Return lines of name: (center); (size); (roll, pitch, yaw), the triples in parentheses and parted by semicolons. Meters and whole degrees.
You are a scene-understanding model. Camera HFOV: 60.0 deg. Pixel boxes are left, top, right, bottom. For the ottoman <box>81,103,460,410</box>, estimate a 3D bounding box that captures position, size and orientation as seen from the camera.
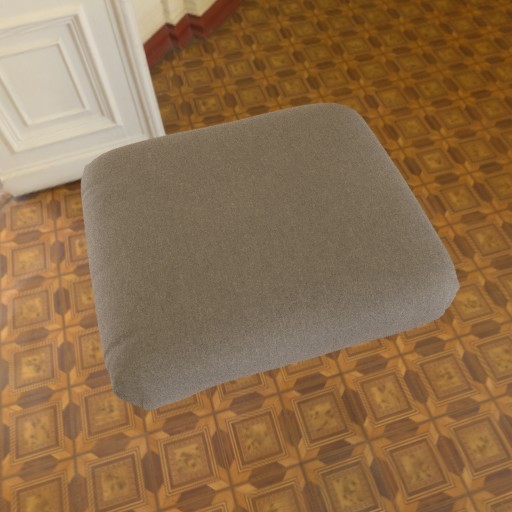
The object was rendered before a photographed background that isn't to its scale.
ottoman: (0.000, 0.000, 1.111); (0.747, 0.450, 0.622); (-15, 60, -9)
